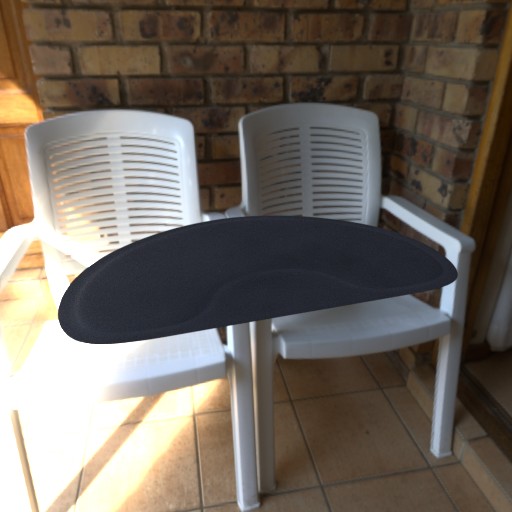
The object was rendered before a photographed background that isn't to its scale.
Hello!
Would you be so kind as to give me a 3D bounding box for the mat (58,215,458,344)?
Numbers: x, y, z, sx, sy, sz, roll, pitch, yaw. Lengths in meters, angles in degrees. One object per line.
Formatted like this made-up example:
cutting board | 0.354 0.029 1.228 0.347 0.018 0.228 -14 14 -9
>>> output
mat | 0.000 0.000 1.871 1.524 0.013 0.913 -8 27 -15
